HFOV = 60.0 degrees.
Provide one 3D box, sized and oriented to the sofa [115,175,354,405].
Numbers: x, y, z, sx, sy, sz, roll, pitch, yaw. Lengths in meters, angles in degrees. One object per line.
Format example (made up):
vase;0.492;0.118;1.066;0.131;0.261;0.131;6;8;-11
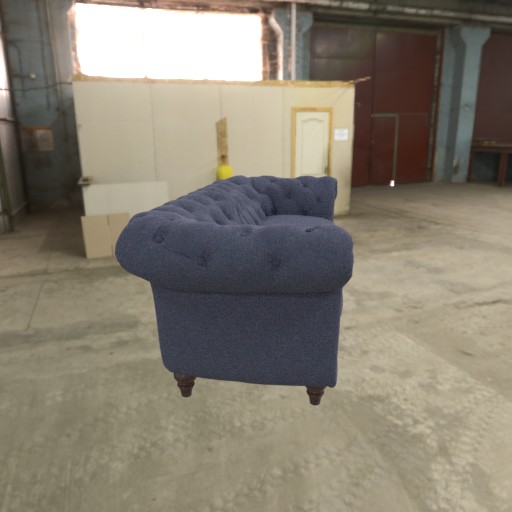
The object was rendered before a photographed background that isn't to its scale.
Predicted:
sofa;0.000;0.000;2.798;1.046;0.836;2.335;2;15;8
